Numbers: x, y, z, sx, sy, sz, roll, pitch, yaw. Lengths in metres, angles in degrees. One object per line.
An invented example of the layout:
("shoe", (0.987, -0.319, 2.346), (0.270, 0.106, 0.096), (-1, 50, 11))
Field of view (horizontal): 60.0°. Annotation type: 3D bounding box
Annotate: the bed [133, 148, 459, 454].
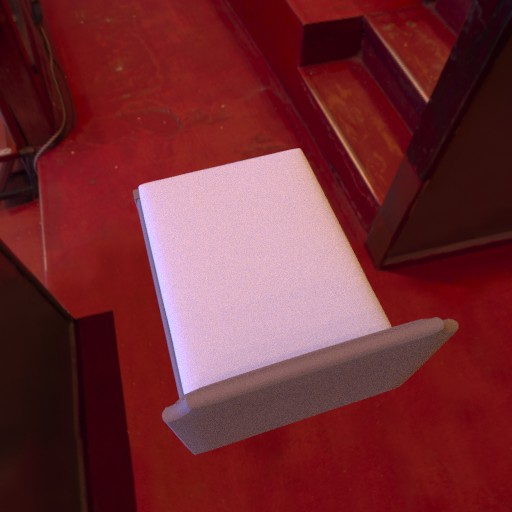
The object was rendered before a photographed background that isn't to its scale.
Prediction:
("bed", (0.000, 0.000, 3.463), (1.713, 1.443, 2.372), (-15, 60, -9))
